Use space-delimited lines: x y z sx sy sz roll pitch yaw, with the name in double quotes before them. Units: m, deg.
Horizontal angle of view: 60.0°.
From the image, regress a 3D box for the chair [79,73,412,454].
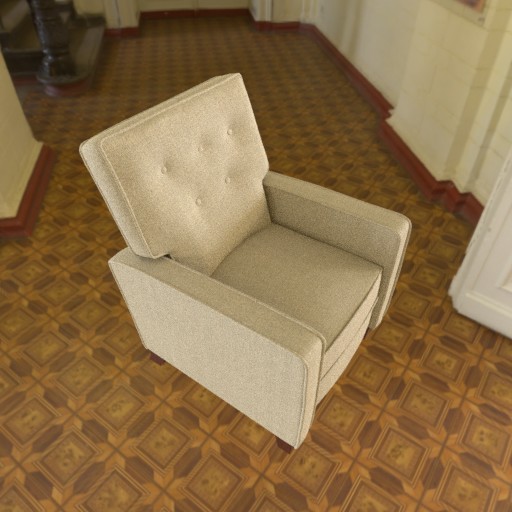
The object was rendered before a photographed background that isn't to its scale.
"chair" 0.000 0.000 1.405 0.754 0.888 0.648 26 48 25
